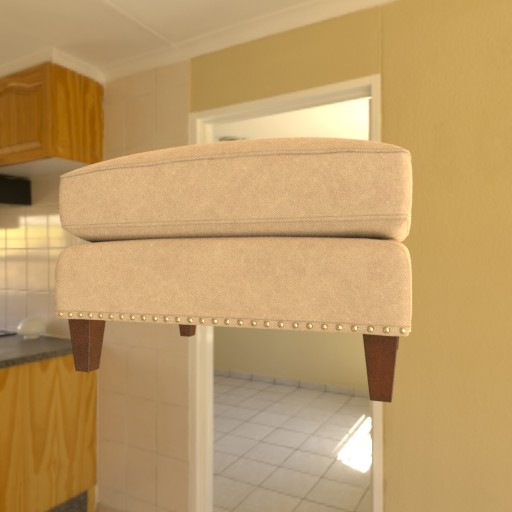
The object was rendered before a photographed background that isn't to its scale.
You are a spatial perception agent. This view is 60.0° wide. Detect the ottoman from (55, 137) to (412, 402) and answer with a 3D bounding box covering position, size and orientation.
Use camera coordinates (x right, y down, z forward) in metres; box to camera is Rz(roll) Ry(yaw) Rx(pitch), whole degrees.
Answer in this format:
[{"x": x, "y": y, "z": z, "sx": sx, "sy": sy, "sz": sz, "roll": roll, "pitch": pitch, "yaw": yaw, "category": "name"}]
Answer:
[{"x": 0.000, "y": 0.000, "z": 1.117, "sx": 0.741, "sy": 0.513, "sz": 0.584, "roll": 0, "pitch": -1, "yaw": 19, "category": "ottoman"}]
